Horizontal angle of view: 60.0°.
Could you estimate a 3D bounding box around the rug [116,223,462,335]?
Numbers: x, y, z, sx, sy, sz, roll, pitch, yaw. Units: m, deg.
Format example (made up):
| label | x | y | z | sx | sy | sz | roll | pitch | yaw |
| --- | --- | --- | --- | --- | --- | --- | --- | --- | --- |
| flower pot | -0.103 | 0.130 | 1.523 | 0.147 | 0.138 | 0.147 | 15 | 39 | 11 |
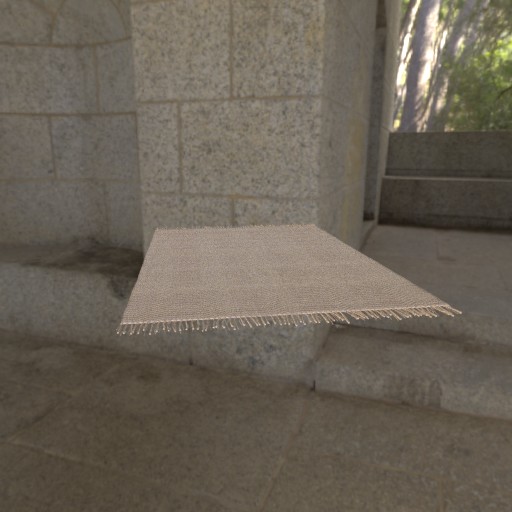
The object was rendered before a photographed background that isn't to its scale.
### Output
| label | x | y | z | sx | sy | sz | roll | pitch | yaw |
| --- | --- | --- | --- | --- | --- | --- | --- | --- | --- |
| rug | 0.000 | 0.000 | 3.105 | 1.528 | 0.034 | 2.523 | -2 | 14 | -8 |
